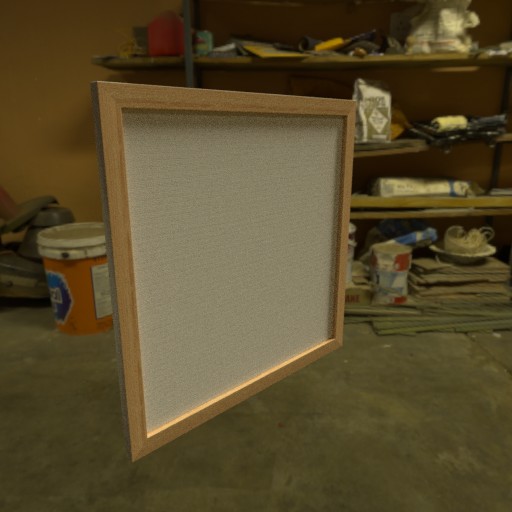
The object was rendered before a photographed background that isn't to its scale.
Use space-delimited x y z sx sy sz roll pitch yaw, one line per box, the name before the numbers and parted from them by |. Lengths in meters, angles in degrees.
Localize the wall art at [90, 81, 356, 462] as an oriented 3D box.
wall art | 0.000 0.000 1.106 0.762 0.762 0.027 -15 22 -42
